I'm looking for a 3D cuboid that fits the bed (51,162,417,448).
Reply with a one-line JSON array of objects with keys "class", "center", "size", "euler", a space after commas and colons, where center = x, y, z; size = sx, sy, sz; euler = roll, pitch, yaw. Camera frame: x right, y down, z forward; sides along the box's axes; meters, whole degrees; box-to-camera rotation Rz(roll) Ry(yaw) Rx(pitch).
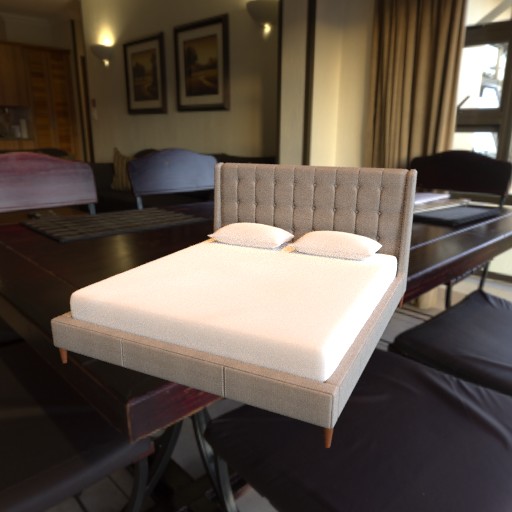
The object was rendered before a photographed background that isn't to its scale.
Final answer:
[{"class": "bed", "center": [0.000, 0.000, 3.577], "size": [2.062, 1.289, 2.342], "euler": [8, 17, 26]}]
